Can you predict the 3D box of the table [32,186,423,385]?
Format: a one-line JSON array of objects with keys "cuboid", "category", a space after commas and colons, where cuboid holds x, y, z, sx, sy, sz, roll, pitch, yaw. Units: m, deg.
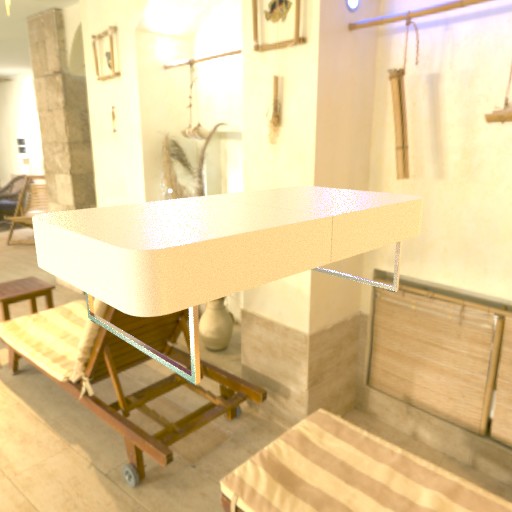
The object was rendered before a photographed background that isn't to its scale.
[{"cuboid": [0.000, 0.000, 1.464, 1.200, 0.340, 0.600, -14, 20, -43], "category": "table"}]
